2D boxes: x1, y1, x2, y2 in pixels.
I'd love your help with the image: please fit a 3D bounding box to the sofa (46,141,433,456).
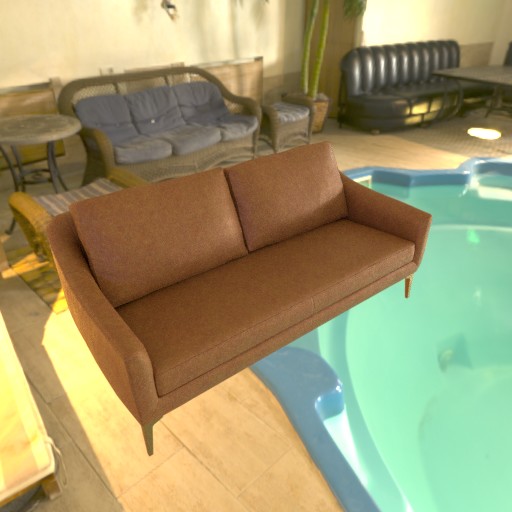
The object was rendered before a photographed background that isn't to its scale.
[{"bbox_3d":[0.000,0.000,2.559,2.036,0.945,0.981,-22,37,-33],"label":"sofa"}]
